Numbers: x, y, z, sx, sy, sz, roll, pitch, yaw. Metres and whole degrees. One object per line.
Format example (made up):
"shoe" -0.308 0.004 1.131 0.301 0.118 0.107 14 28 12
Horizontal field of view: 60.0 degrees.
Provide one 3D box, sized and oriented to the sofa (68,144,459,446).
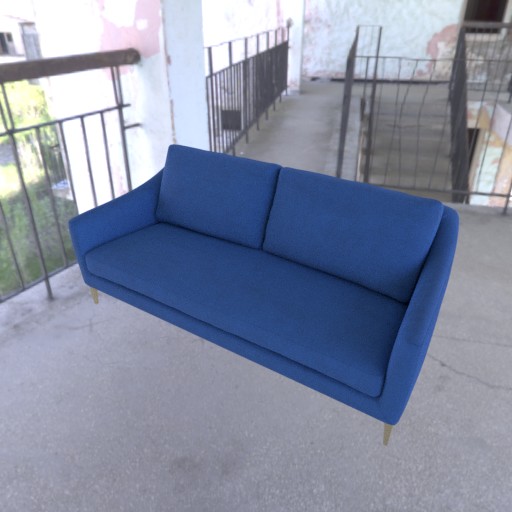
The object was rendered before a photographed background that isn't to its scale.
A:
"sofa" 0.000 0.000 2.485 2.036 0.903 0.960 18 34 29
